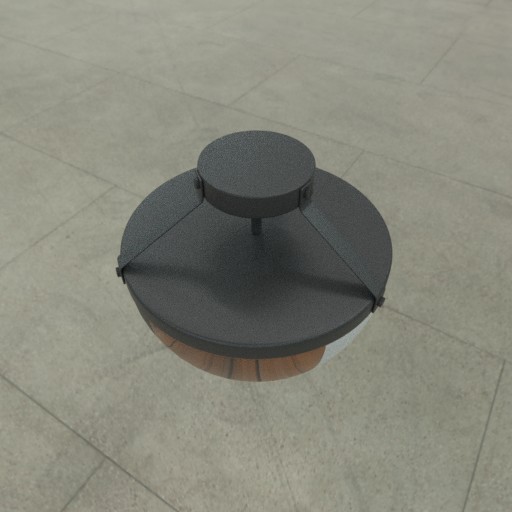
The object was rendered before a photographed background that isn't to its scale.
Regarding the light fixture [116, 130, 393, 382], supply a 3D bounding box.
[{"bbox_3d":[0.000,0.000,0.531,0.304,0.269,0.304,0,46,0],"label":"light fixture"}]
